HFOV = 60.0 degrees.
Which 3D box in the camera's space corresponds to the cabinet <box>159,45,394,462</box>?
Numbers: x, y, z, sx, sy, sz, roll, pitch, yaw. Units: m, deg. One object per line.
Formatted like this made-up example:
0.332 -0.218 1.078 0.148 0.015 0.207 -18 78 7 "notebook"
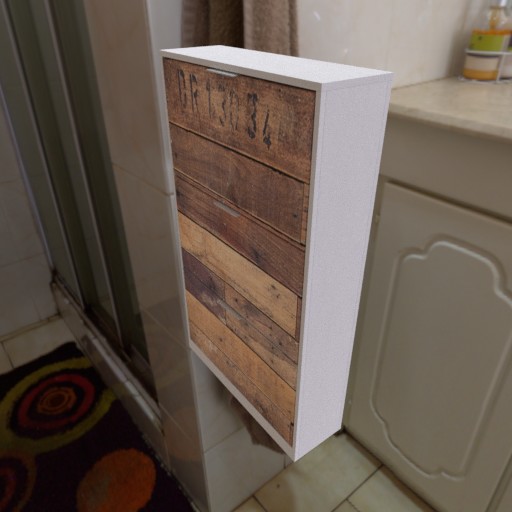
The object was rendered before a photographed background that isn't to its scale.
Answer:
0.000 0.000 1.568 0.250 1.280 0.750 -21 37 -31 "cabinet"
